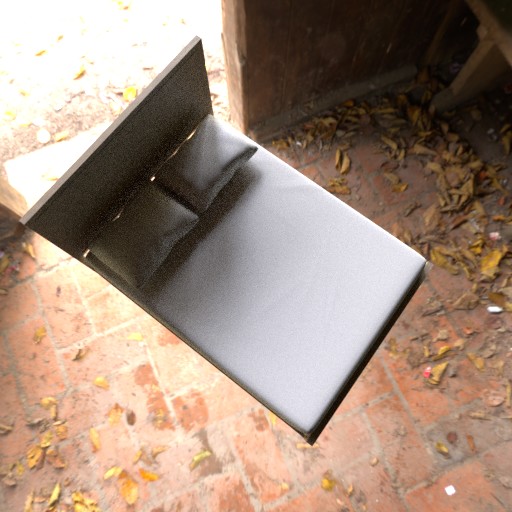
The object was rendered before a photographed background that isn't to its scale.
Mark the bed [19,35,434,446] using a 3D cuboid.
[{"bbox_3d":[0.000,0.000,3.191,2.189,1.369,1.606,36,78,9],"label":"bed"}]
